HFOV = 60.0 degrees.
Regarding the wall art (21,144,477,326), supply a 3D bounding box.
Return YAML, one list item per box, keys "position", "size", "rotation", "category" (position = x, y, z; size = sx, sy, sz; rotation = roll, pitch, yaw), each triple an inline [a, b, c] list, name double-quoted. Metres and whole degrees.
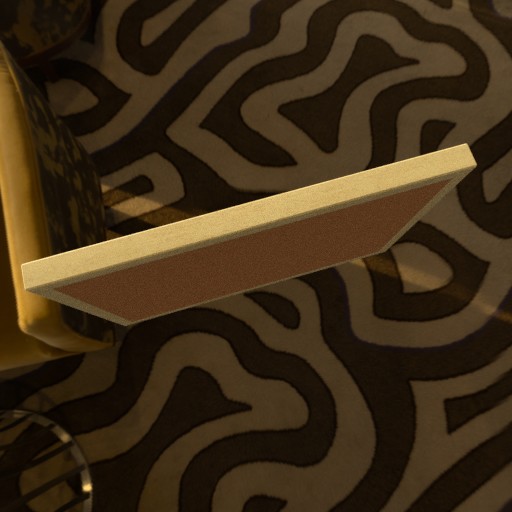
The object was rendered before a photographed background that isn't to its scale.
- position: [0.000, 0.000, 0.690]
  size: [0.533, 0.381, 0.032]
  rotation: [-16, 76, -4]
  category: "wall art"
